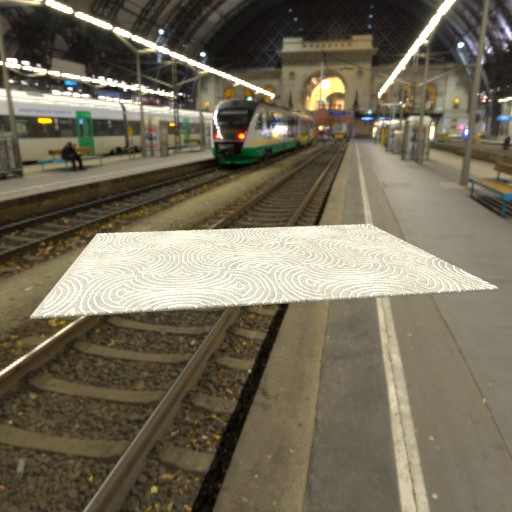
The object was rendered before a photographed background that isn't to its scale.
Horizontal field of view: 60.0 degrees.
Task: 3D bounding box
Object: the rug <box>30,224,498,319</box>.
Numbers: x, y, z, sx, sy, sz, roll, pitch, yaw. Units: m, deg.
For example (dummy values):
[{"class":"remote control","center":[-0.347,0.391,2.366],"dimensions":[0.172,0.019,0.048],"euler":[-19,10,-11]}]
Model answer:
[{"class":"rug","center":[0.000,0.000,2.725],"dimensions":[2.144,0.015,1.543],"euler":[-3,16,-9]}]
